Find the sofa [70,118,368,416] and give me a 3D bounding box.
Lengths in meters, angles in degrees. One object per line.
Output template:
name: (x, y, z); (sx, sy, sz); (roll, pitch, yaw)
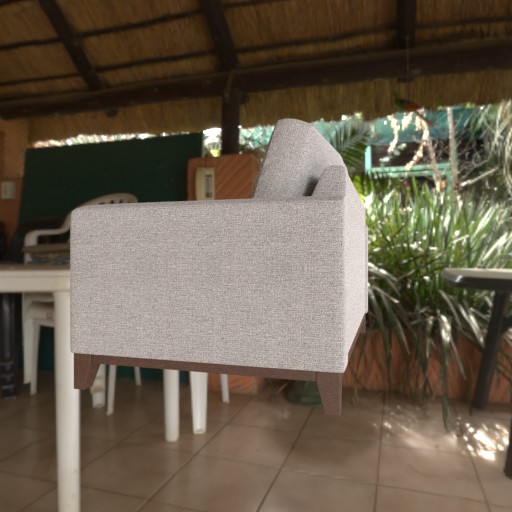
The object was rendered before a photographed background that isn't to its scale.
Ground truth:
sofa: (0.000, 0.000, 1.995); (0.917, 0.873, 1.420); (0, 0, 17)
